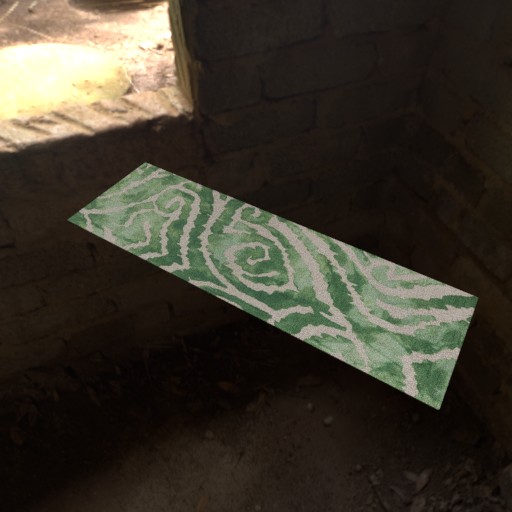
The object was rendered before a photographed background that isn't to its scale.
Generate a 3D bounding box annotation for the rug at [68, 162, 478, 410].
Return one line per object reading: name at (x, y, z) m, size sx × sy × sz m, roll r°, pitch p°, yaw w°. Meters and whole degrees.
rug at (0.000, 0.000, 2.682) m, size 2.438 × 0.006 × 0.761 m, roll 24°, pitch 51°, yaw 21°
